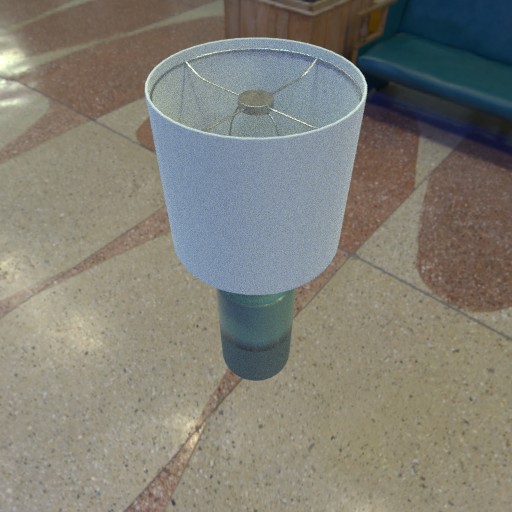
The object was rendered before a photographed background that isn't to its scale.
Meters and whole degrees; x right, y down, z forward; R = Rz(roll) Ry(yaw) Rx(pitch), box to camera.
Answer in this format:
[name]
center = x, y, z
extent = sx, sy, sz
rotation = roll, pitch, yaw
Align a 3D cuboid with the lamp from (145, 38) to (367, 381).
[lamp]
center = 0.000, 0.000, 0.606
extent = 0.212, 0.493, 0.212
rotation = 33, 55, 27
